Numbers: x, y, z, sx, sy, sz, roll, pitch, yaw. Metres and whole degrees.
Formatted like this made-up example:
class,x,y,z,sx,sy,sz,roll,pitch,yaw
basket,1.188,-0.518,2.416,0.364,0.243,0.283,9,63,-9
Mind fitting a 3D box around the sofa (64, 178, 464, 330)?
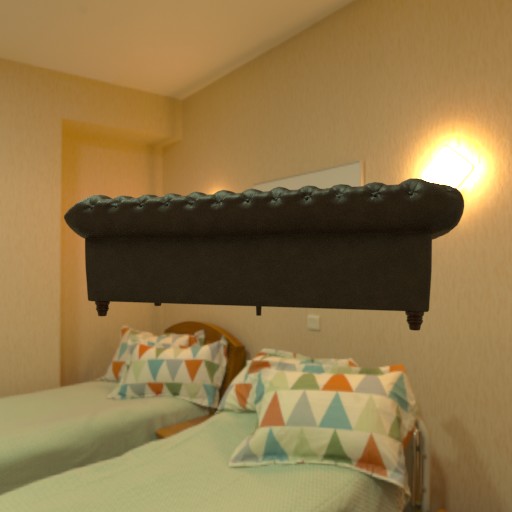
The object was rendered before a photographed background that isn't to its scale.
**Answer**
class,x,y,z,sx,sy,sz,roll,pitch,yaw
sofa,0.000,0.000,2.869,2.385,0.783,0.944,0,-1,18
